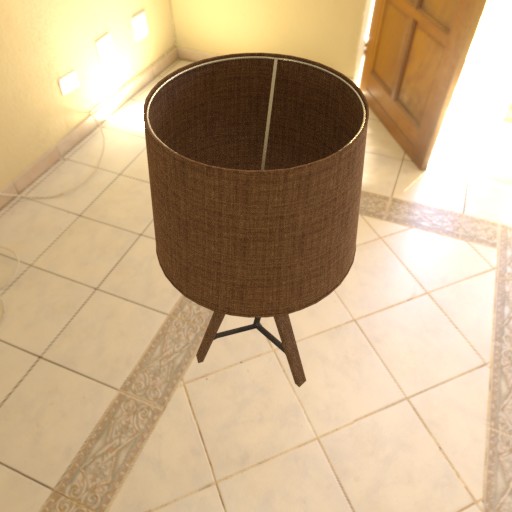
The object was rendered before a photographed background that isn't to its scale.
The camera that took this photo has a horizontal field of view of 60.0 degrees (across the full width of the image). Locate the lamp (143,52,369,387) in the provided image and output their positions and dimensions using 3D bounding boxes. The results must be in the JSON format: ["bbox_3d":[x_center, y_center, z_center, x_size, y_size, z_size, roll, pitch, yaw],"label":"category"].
[{"bbox_3d":[0.000,0.000,0.684,0.290,0.514,0.290,0,49,0],"label":"lamp"}]
